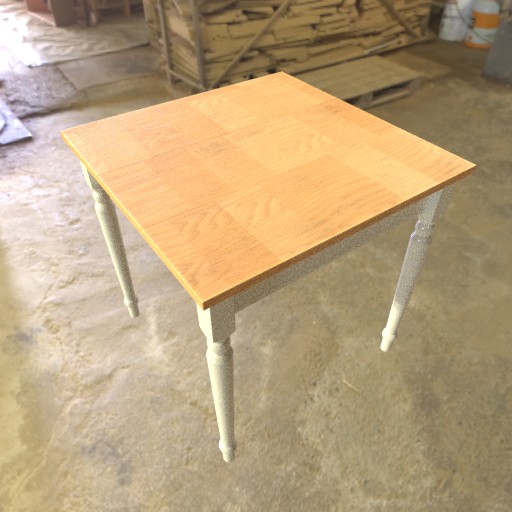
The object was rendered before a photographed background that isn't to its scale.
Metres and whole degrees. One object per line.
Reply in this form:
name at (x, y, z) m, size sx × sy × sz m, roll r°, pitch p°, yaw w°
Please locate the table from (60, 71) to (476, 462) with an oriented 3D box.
table at (0.000, 0.000, 1.358) m, size 0.747 × 0.738 × 0.747 m, roll -26°, pitch 48°, yaw -25°
